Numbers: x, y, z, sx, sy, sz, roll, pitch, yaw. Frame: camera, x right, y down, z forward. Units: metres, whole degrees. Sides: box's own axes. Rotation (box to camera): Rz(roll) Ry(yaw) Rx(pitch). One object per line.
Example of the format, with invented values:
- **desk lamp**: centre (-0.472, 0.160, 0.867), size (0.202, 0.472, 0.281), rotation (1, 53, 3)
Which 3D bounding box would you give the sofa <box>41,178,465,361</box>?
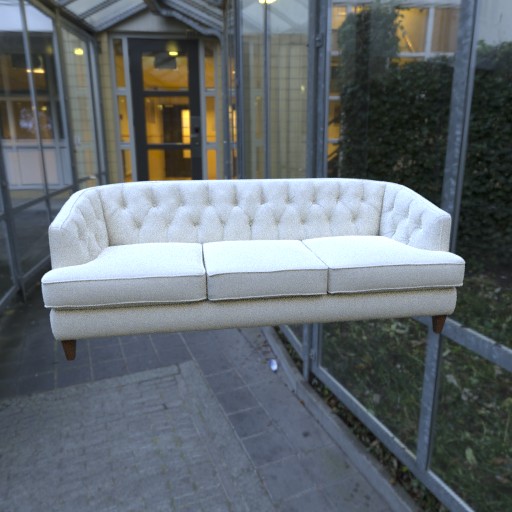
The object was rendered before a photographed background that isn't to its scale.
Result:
- **sofa**: centre (0.000, 0.000, 2.742), size (2.278, 0.855, 0.941), rotation (-2, 16, -9)
